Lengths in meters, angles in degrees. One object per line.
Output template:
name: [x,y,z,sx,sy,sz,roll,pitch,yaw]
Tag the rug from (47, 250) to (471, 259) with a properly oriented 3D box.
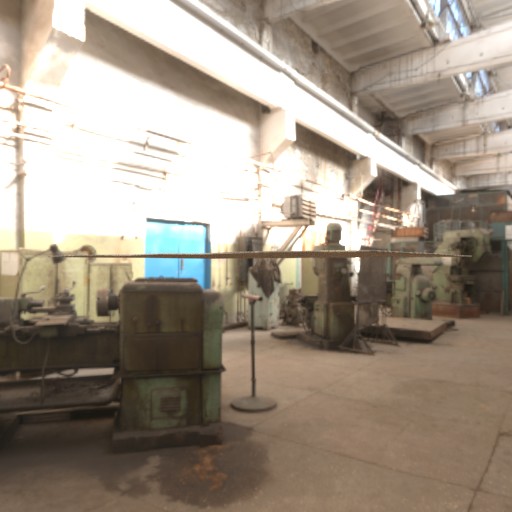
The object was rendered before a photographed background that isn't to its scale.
rug: [0.000,0.000,2.729,2.133,0.013,1.522,-1,-1,37]
